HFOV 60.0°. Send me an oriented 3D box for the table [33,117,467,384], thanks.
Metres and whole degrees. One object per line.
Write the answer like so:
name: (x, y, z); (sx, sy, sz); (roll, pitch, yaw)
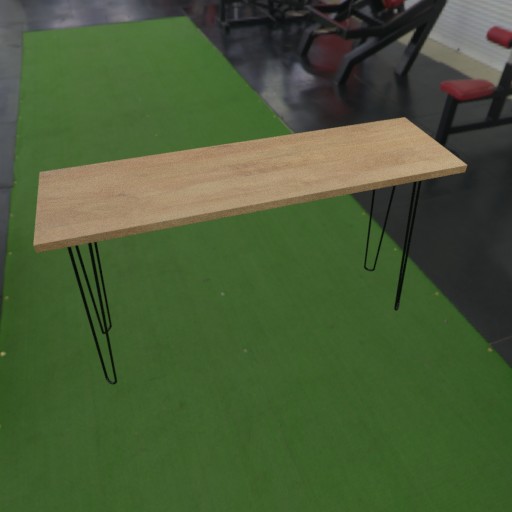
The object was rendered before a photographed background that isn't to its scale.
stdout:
table: (0.000, 0.000, 1.772); (1.400, 0.799, 0.399); (-12, 43, -13)
